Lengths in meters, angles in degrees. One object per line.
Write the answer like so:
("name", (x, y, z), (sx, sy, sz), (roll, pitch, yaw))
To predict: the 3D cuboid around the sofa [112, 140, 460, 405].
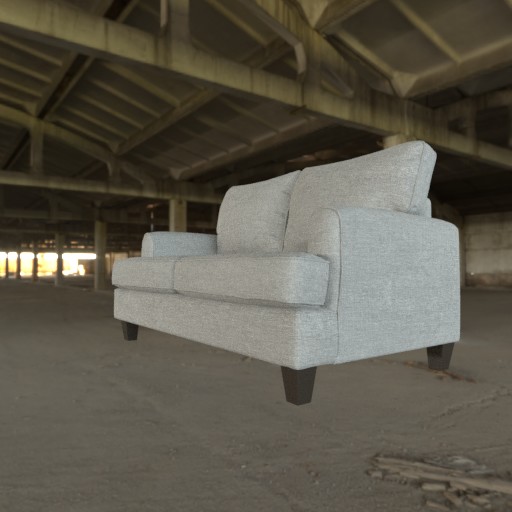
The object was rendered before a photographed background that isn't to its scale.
("sofa", (0.000, 0.000, 2.230), (0.965, 0.965, 1.651), (1, -2, -36))
